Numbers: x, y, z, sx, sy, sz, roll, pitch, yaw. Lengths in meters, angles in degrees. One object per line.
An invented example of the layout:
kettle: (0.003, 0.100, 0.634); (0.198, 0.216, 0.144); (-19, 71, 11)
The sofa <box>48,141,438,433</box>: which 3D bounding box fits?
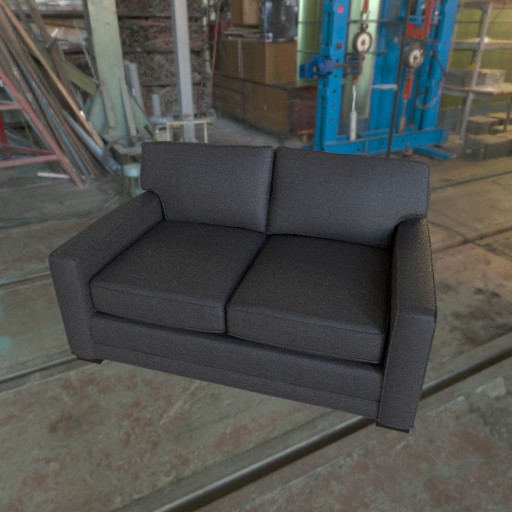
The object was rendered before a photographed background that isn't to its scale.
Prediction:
sofa: (0.000, 0.000, 2.094); (1.534, 0.887, 0.974); (8, 29, 15)
